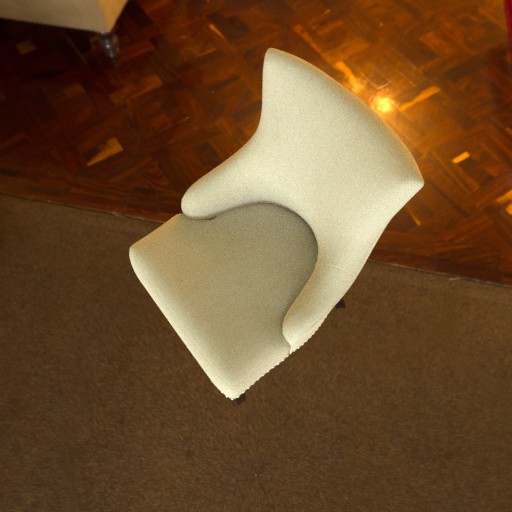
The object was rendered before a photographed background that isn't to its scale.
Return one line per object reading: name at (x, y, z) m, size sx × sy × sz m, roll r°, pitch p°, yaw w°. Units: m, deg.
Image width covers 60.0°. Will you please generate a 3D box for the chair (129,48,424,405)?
chair at (0.000, 0.000, 1.328) m, size 0.629 × 0.909 × 0.566 m, roll -35°, pitch 69°, yaw -16°
